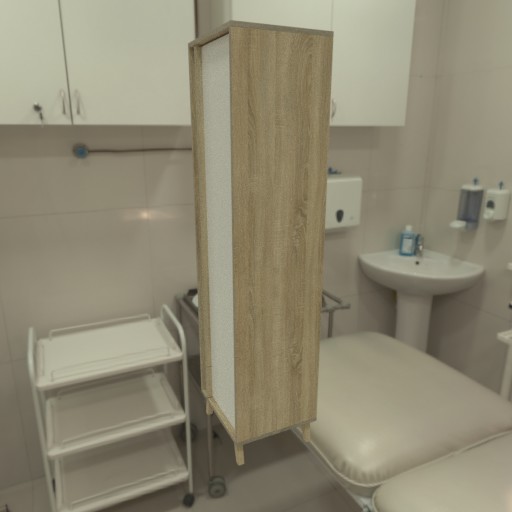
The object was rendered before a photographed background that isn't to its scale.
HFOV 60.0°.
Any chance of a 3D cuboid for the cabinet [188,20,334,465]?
[{"bbox_3d":[0.000,0.000,2.185,0.450,1.960,0.510,-8,18,-25],"label":"cabinet"}]
